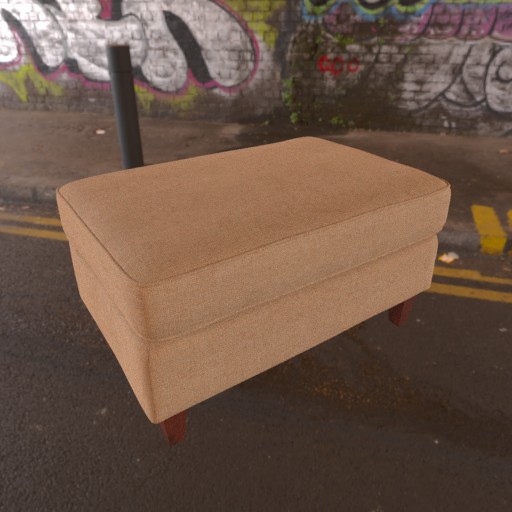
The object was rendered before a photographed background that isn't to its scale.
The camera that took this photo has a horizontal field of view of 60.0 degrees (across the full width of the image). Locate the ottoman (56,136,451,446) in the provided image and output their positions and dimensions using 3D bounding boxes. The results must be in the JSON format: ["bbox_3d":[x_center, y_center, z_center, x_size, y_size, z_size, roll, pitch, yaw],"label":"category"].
[{"bbox_3d":[0.000,0.000,1.211,0.862,0.484,0.583,-18,34,-30],"label":"ottoman"}]
